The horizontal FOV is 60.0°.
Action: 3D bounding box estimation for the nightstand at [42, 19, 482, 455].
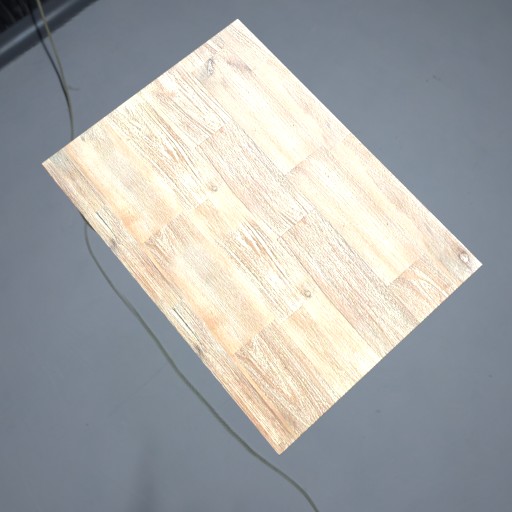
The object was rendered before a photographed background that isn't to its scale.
[{"bbox_3d":[0.000,0.000,0.950,0.396,0.589,0.552,-40,80,-8],"label":"nightstand"}]
